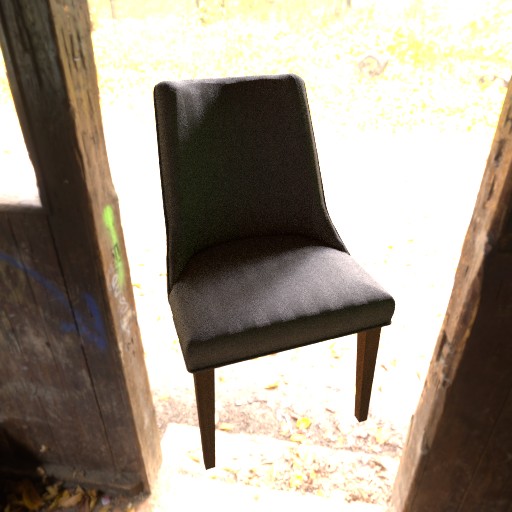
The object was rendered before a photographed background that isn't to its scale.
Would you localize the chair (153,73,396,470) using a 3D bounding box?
[{"bbox_3d":[0.000,0.000,1.292,0.548,0.916,0.636,-10,33,-16],"label":"chair"}]
